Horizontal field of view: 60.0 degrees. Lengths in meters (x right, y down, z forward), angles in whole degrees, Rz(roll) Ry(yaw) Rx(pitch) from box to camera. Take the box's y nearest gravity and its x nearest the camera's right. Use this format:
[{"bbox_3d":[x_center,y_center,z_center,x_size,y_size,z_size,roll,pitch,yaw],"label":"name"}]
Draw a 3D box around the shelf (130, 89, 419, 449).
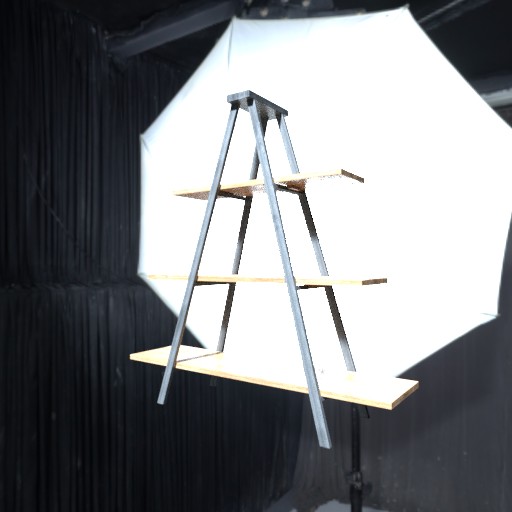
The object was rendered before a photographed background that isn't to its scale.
[{"bbox_3d":[0.000,0.000,2.615,1.746,1.808,0.508,-1,-1,35],"label":"shelf"}]
